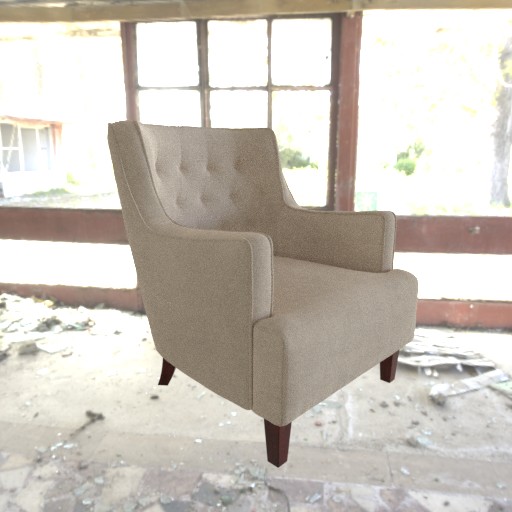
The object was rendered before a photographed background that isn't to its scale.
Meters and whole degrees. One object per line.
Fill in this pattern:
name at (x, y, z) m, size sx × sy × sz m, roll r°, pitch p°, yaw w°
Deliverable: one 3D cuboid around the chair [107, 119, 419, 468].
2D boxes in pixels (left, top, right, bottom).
chair at (0.000, 0.000, 1.567) m, size 0.910 × 0.920 × 0.781 m, roll 12°, pitch 18°, yaw 42°
